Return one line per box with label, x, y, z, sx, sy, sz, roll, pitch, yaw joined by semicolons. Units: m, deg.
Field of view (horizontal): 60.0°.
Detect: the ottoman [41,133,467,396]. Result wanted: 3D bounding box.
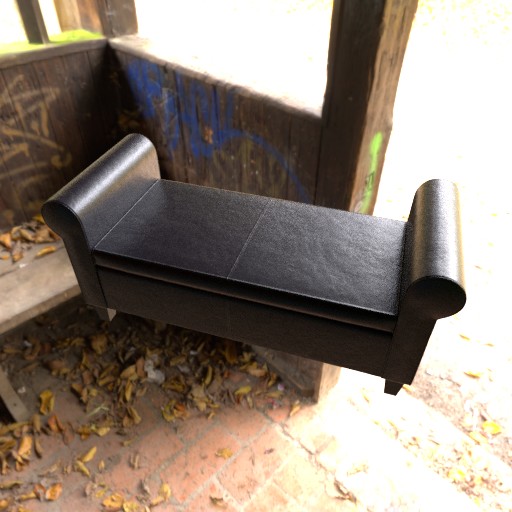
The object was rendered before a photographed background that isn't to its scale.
ottoman;0.000;0.000;1.562;1.256;0.547;0.521;12;41;13
